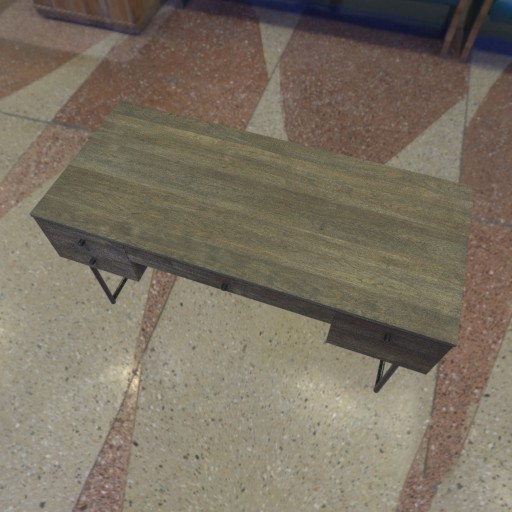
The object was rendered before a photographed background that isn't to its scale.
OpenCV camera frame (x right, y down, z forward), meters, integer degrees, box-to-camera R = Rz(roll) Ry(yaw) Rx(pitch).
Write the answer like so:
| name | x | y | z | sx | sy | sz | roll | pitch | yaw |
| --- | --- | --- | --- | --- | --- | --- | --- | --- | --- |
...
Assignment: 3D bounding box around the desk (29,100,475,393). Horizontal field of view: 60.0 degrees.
| name | x | y | z | sx | sy | sz | roll | pitch | yaw |
| --- | --- | --- | --- | --- | --- | --- | --- | --- | --- |
| desk | 0.000 | 0.000 | 2.058 | 1.600 | 0.780 | 0.730 | 16 | 59 | 10 |
